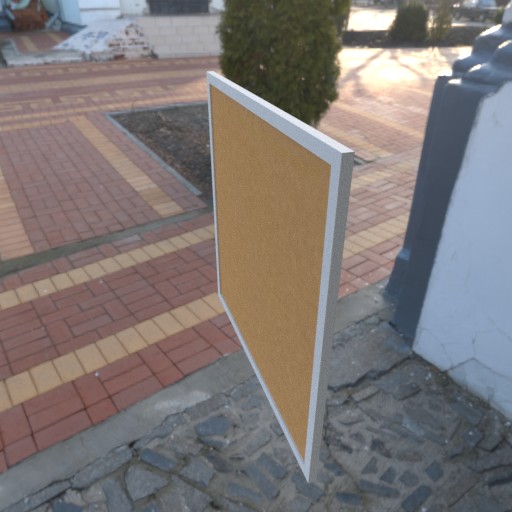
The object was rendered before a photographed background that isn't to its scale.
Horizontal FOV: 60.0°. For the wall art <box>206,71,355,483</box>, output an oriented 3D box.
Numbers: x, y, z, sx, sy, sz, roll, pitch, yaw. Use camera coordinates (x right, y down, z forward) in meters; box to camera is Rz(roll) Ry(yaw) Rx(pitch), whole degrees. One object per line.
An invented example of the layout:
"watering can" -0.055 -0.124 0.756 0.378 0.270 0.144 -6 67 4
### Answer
"wall art" 0.000 0.000 0.669 0.012 0.457 0.457 -10 32 -17
